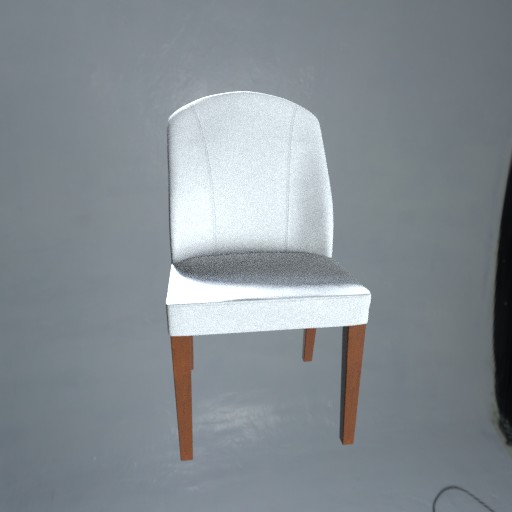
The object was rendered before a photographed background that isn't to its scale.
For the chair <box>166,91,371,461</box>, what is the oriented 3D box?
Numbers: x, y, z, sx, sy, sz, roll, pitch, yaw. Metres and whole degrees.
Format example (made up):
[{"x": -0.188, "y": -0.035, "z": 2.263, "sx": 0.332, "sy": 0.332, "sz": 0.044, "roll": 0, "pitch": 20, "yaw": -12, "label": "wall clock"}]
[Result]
[{"x": 0.000, "y": 0.000, "z": 1.223, "sx": 0.472, "sy": 0.893, "sz": 0.540, "roll": -2, "pitch": 16, "yaw": -8, "label": "chair"}]
